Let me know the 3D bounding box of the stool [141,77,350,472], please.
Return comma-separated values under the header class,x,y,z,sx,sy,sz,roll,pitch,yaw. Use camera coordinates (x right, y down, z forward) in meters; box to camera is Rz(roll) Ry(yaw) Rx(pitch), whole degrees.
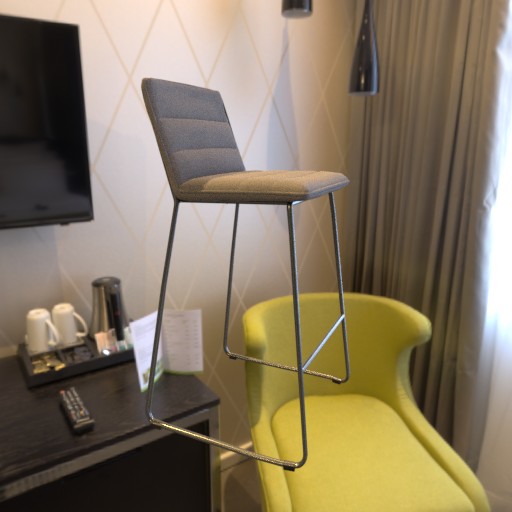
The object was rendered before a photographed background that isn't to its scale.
class,x,y,z,sx,sy,sz,roll,pitch,yaw
stool,0.000,0.000,1.286,0.490,0.960,0.490,7,16,24
